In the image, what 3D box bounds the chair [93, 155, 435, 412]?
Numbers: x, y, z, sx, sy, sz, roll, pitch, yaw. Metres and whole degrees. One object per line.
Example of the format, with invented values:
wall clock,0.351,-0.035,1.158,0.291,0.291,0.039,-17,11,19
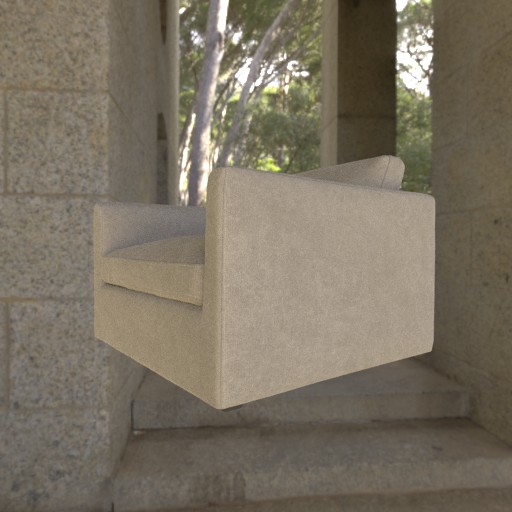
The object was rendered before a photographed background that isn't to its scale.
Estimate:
chair,0.000,0.000,1.910,1.091,0.845,1.190,-1,1,-35
